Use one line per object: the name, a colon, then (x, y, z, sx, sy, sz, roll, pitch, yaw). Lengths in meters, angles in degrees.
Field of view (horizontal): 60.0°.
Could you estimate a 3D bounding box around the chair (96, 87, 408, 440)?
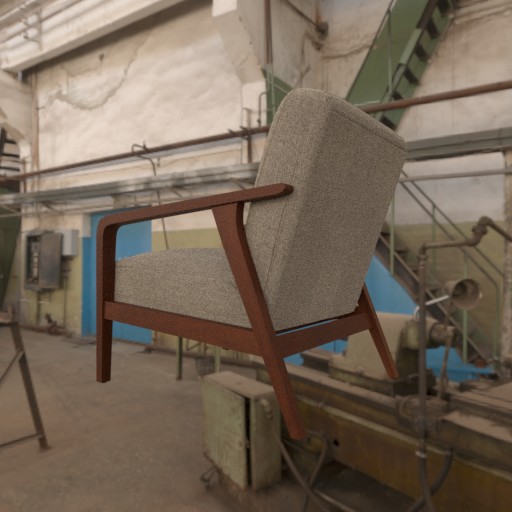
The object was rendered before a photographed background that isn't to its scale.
chair: (0.000, 0.000, 1.496, 0.858, 0.847, 0.704, 0, 0, 37)
